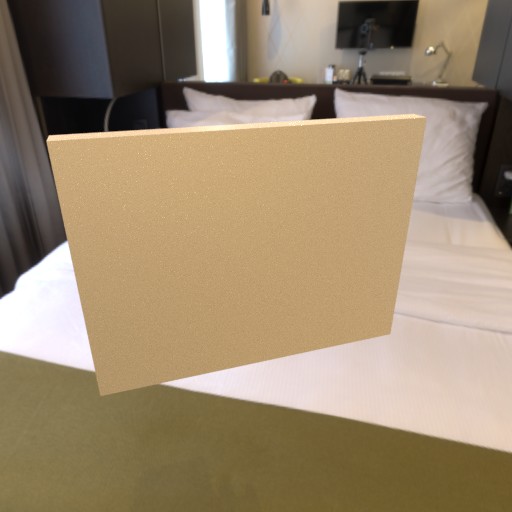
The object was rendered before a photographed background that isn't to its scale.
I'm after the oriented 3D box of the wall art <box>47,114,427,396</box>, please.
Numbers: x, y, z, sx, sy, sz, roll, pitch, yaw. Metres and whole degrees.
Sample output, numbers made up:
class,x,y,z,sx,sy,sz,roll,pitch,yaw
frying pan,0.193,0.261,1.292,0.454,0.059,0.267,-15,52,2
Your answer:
class,x,y,z,sx,sy,sz,roll,pitch,yaw
wall art,0.000,0.000,1.396,1.056,0.801,0.066,-8,28,-16
